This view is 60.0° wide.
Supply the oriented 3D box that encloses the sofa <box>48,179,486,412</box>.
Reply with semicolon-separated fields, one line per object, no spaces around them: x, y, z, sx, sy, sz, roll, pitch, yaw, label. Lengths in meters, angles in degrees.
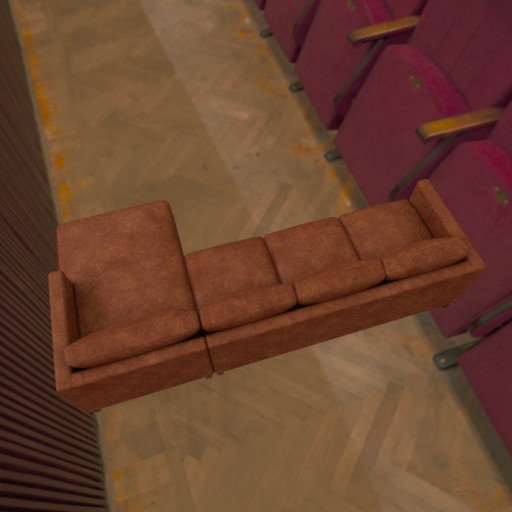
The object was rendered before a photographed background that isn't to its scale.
0.000;0.000;3.765;3.203;0.883;1.581;-15;59;-9;sofa
